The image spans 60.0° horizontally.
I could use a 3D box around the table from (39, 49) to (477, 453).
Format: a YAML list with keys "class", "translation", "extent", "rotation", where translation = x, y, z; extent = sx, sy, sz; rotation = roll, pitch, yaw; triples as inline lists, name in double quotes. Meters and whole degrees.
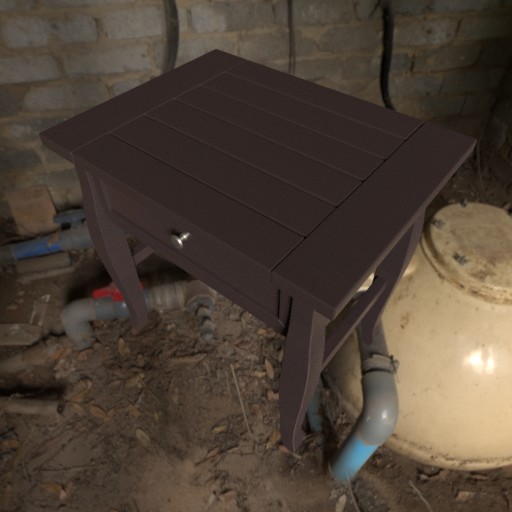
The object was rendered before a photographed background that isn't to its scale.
- class: "table"
  translation: [0.000, 0.000, 0.983]
  extent: [0.602, 0.605, 0.460]
  rotation: [30, 54, 25]
